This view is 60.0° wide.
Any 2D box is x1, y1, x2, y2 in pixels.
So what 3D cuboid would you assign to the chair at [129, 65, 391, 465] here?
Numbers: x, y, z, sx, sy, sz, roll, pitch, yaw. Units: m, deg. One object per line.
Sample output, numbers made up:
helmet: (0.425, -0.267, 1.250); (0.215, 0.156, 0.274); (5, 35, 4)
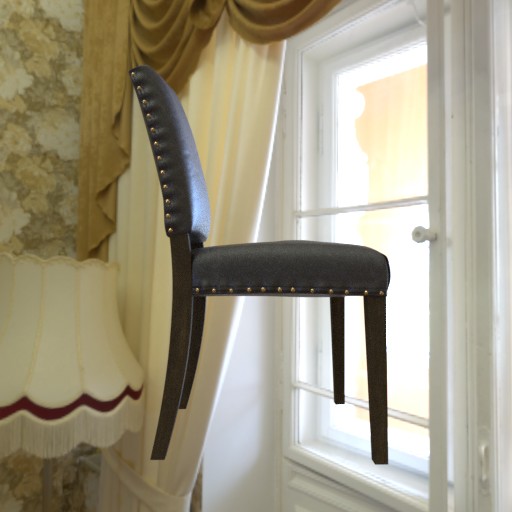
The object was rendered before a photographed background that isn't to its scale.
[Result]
chair: (0.000, 0.000, 1.287); (0.633, 0.991, 0.500); (0, -1, -1)
